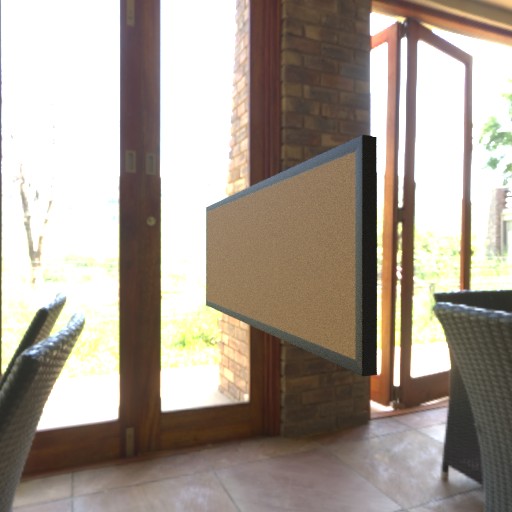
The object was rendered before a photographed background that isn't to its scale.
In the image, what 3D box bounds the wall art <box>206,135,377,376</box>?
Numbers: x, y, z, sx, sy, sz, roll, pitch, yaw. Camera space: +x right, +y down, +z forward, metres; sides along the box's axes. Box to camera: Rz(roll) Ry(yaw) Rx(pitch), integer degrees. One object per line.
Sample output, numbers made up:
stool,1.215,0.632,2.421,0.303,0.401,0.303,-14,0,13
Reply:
wall art,0.000,0.000,1.764,0.041,0.554,1.572,0,0,-20
